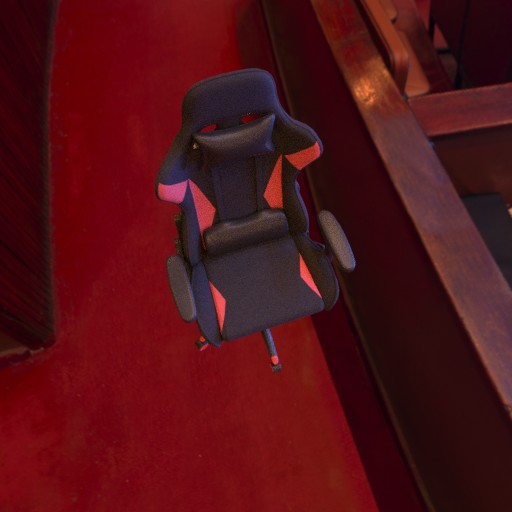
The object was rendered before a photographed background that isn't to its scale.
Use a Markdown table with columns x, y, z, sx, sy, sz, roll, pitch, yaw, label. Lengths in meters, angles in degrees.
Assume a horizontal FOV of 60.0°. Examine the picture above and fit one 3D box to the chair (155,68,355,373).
| x | y | z | sx | sy | sz | roll | pitch | yaw | label |
| --- | --- | --- | --- | --- | --- | --- | --- | --- | --- |
| 0.000 | 0.000 | 1.736 | 0.695 | 1.326 | 0.658 | -17 | 64 | -8 | chair |
